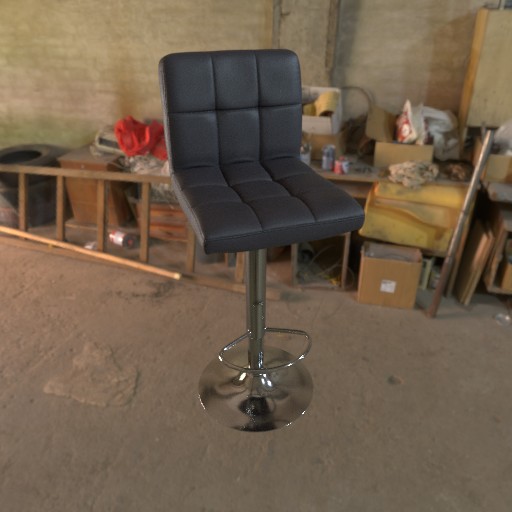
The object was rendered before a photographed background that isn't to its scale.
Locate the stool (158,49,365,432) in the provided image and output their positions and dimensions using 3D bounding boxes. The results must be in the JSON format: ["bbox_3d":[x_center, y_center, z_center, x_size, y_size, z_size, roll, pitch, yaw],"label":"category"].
[{"bbox_3d":[0.000,0.000,1.365,0.430,1.115,0.505,-10,32,-16],"label":"stool"}]
